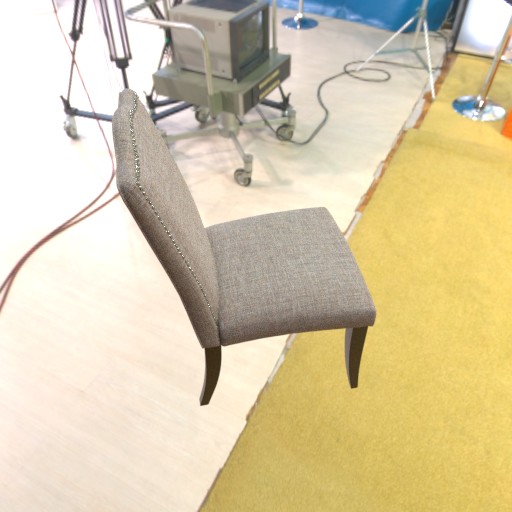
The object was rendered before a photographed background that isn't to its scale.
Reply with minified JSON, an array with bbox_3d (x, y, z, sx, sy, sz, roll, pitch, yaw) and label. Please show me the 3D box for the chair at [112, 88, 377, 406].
[{"bbox_3d":[0.000,0.000,1.399,0.660,1.016,0.513,-8,47,-8],"label":"chair"}]
